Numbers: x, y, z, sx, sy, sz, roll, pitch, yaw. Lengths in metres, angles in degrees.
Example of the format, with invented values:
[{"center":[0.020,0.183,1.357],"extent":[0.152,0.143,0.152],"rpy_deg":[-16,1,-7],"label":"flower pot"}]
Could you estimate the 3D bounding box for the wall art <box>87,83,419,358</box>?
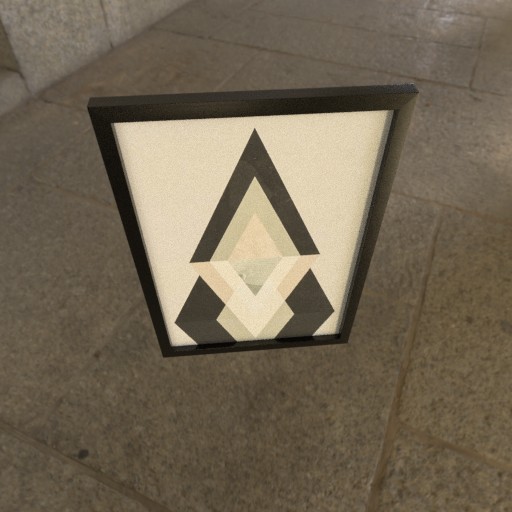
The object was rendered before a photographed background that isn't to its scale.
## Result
[{"center":[0.000,0.000,0.591],"extent":[0.314,0.455,0.019],"rpy_deg":[-4,48,-3],"label":"wall art"}]
